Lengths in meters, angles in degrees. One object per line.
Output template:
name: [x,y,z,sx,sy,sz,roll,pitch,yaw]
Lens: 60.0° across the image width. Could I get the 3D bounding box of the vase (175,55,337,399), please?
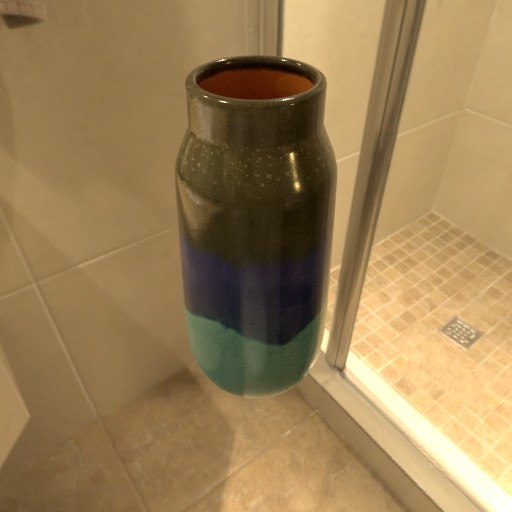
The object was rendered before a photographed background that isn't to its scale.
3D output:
vase: [0.000,0.000,0.392,0.139,0.313,0.139,0,41,0]
